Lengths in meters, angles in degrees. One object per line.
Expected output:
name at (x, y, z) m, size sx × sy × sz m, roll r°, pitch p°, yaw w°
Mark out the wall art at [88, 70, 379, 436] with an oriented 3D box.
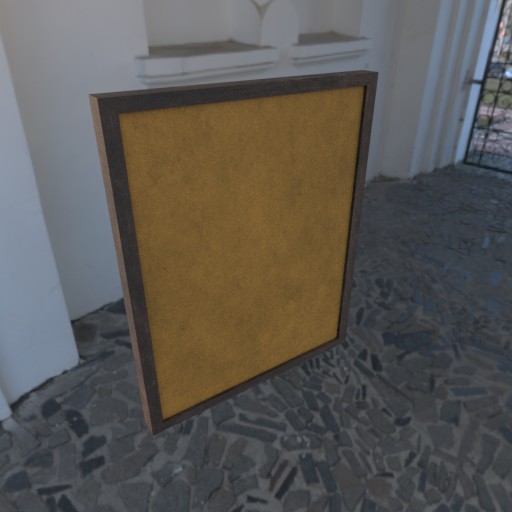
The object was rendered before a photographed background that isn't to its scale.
wall art at (0.000, 0.000, 0.549) m, size 0.329 × 0.406 × 0.027 m, roll -18°, pitch 34°, yaw -29°
